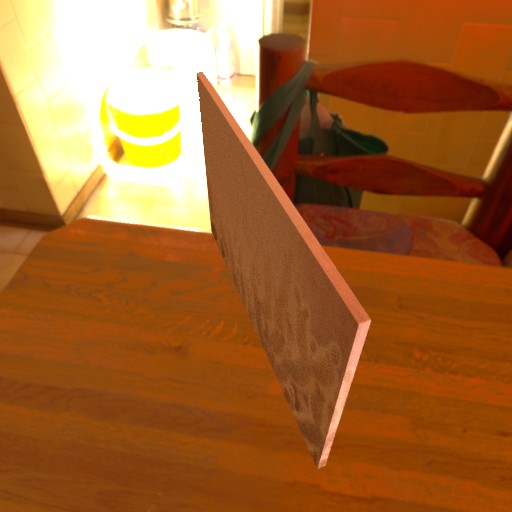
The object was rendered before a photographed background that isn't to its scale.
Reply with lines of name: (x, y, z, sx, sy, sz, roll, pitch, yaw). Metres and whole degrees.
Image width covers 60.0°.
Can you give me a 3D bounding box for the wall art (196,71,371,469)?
wall art: (0.000, 0.000, 1.944, 0.038, 1.012, 1.525, -15, 48, -14)
